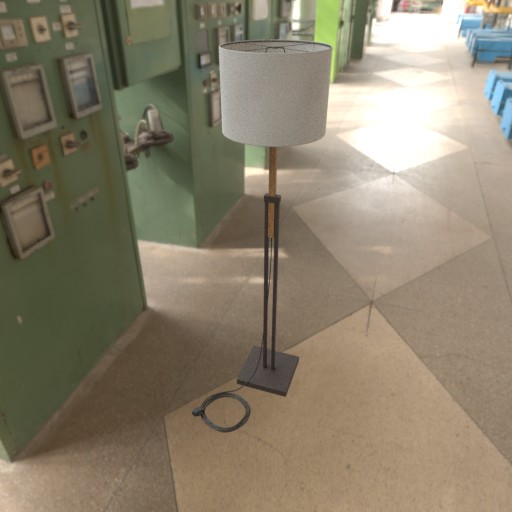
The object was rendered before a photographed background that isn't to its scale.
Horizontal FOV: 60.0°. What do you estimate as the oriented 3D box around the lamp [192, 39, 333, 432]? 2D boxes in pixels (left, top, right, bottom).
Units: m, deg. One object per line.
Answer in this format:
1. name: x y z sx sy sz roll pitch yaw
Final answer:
1. lamp: 0.000 0.000 1.939 0.474 1.650 0.639 10 33 16
